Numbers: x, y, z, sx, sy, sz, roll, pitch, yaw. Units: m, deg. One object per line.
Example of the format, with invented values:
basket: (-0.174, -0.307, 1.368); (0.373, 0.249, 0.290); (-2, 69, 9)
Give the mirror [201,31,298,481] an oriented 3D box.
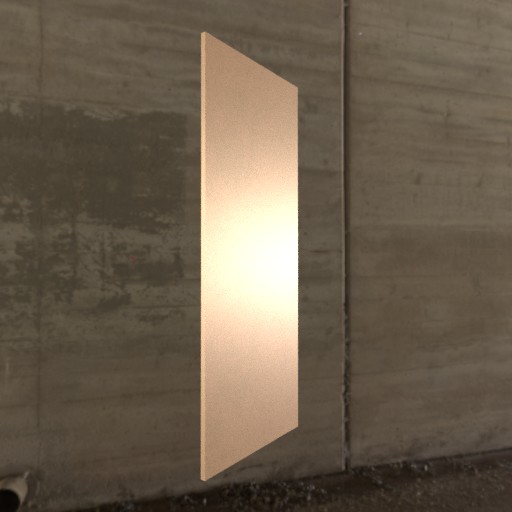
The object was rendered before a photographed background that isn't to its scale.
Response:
mirror: (0.000, 0.000, 2.338); (0.026, 2.031, 0.812); (0, -1, 36)
